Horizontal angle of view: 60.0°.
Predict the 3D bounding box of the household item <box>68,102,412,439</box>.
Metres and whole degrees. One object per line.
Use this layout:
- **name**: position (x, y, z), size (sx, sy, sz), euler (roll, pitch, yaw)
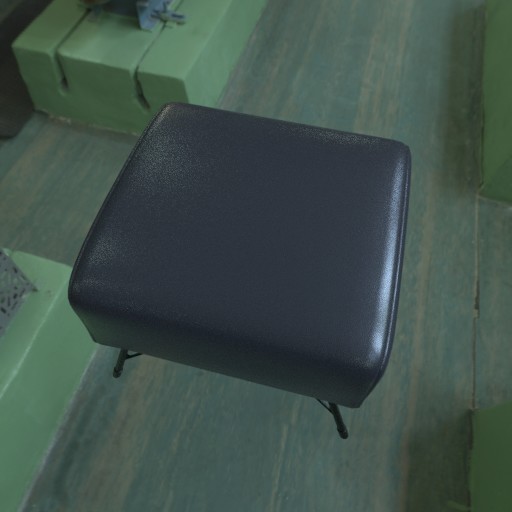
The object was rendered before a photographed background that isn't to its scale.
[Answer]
- **household item**: position (0.000, 0.000, 0.914), size (0.530, 0.410, 0.530), euler (12, 59, 8)
